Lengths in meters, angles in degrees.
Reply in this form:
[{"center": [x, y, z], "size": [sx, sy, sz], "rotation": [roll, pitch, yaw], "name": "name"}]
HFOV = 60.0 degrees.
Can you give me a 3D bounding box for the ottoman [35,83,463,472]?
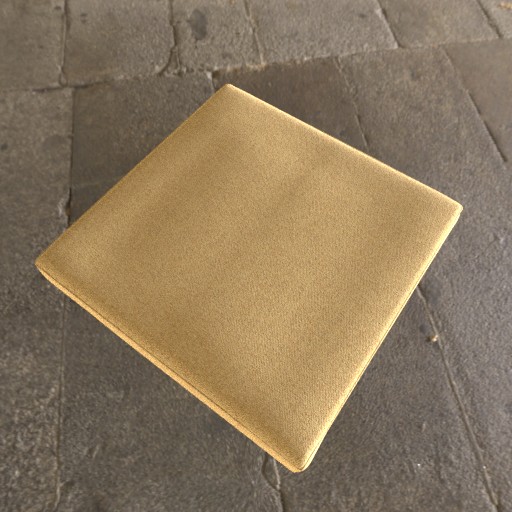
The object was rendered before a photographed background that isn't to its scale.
[{"center": [0.000, 0.000, 1.516], "size": [0.981, 0.378, 0.970], "rotation": [33, 67, 16], "name": "ottoman"}]
